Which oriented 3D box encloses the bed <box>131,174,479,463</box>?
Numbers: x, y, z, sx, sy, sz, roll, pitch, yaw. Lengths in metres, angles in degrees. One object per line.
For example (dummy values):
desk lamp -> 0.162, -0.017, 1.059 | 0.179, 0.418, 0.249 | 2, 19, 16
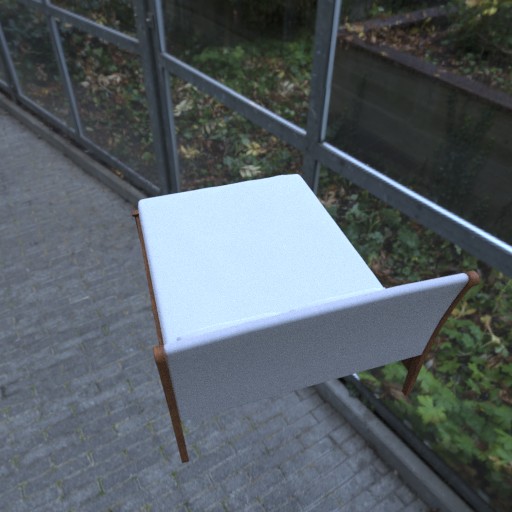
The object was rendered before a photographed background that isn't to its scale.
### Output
bed -> 0.000, 0.000, 2.943 | 1.502, 1.135, 2.108 | -11, 42, -13
